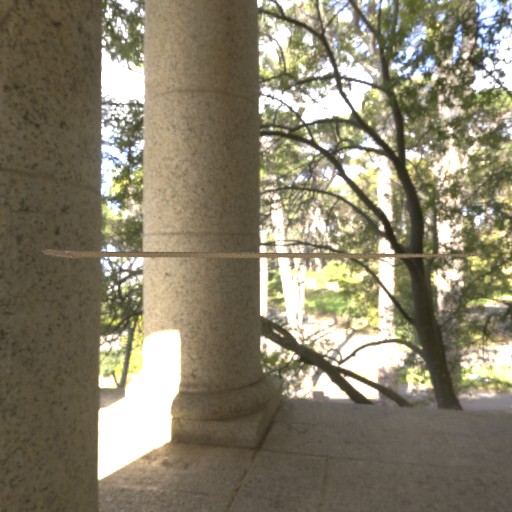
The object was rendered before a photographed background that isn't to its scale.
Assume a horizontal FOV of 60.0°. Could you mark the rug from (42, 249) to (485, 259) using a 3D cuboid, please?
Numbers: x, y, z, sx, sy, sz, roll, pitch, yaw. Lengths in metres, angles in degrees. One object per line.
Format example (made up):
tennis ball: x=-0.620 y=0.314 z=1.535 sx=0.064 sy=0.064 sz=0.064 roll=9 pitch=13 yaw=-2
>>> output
rug: x=0.000 y=0.000 z=3.091 sx=2.523 sy=0.034 sz=1.528 roll=0 pitch=-1 yaw=-17
